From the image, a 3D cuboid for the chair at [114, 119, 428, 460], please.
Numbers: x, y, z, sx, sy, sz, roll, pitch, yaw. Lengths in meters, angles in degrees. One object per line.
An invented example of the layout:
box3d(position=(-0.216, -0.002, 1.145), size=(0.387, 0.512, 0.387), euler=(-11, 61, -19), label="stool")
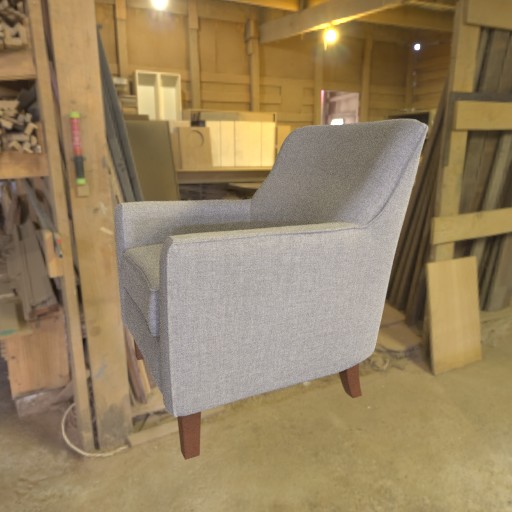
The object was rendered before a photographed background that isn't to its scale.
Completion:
box3d(position=(0.000, 0.000, 1.784), size=(0.993, 1.047, 0.887), euler=(-7, 15, -25), label="chair")
